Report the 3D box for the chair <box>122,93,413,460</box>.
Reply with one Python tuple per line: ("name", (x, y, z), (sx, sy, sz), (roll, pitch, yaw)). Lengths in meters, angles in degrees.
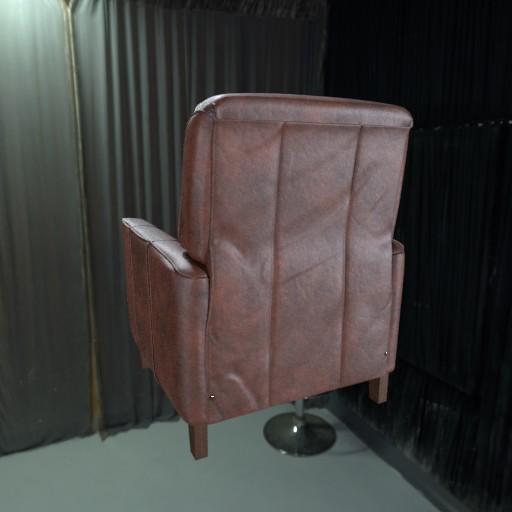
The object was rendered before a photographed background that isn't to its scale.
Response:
("chair", (0.000, 0.000, 1.651), (0.843, 1.043, 0.836), (-6, 14, -26))
